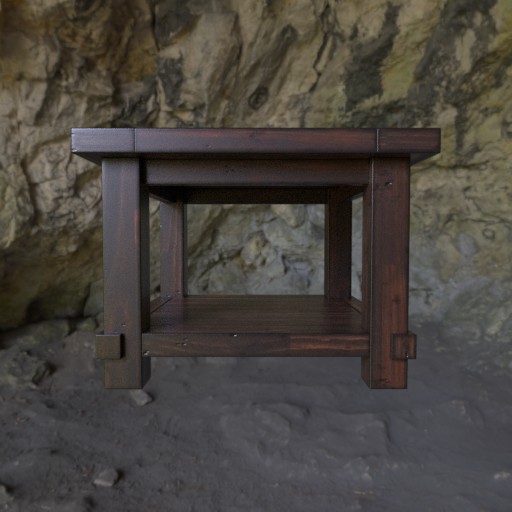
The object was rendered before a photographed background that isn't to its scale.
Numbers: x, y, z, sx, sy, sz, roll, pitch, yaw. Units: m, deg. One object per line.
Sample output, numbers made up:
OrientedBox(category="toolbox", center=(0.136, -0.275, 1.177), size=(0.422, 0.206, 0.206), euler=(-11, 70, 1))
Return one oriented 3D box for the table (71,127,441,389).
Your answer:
OrientedBox(category="table", center=(0.000, 0.000, 1.020), size=(0.593, 0.437, 0.606), euler=(0, 2, 0))
